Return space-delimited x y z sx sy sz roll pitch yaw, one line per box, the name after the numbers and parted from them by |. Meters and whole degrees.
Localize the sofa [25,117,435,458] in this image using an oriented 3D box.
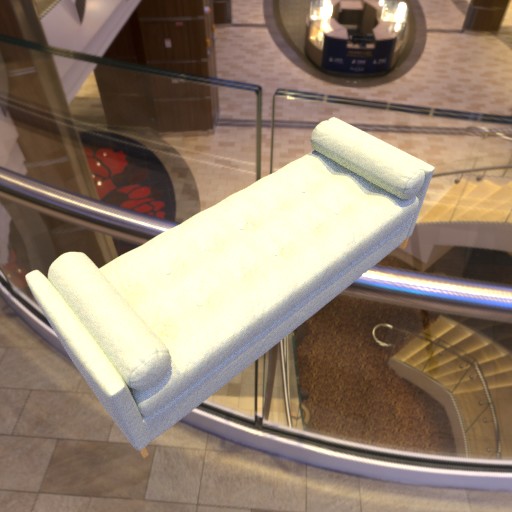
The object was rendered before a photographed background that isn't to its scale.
0.000 0.000 2.454 2.102 0.705 0.796 -33 55 -27 | sofa
